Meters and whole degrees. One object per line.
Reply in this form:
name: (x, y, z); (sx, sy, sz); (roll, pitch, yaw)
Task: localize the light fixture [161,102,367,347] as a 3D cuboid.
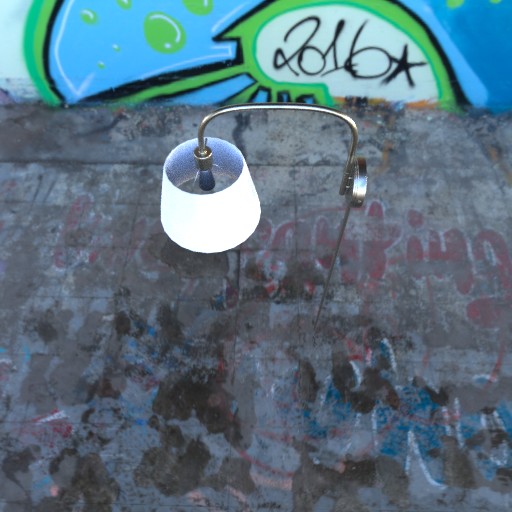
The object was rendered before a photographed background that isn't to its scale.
light fixture: (0.000, 0.000, 0.477); (0.176, 0.399, 0.092); (1, 58, 0)
